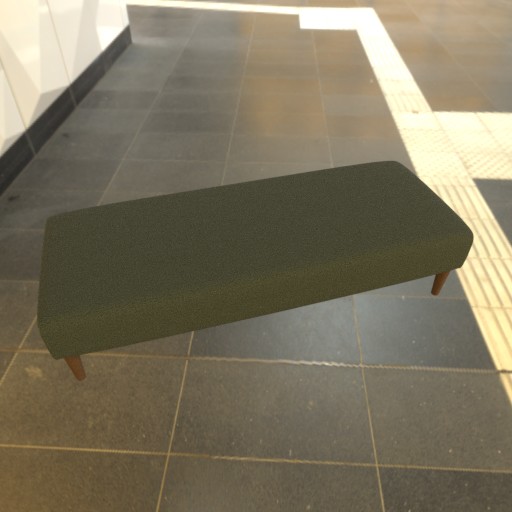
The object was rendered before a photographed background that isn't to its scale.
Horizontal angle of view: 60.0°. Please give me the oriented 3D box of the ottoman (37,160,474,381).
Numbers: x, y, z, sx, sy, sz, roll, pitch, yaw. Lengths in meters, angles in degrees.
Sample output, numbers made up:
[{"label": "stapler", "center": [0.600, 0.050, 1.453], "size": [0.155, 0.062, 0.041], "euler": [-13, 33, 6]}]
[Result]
[{"label": "ottoman", "center": [0.000, 0.000, 1.866], "size": [1.609, 0.393, 0.646], "euler": [-11, 43, -12]}]
